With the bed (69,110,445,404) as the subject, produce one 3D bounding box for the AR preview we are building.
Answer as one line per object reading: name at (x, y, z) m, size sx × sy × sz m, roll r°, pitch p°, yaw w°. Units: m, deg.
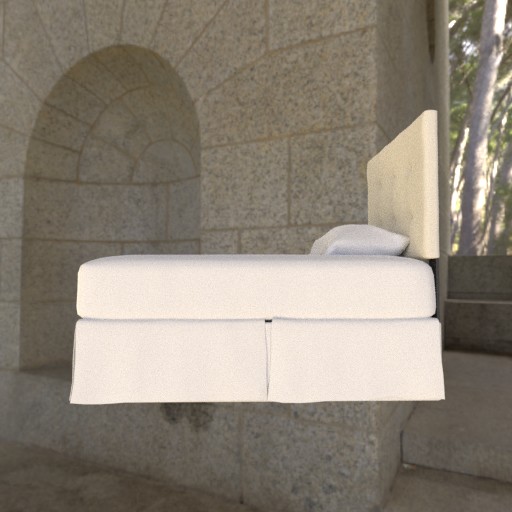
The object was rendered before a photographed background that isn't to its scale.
bed at (0.000, 0.000, 2.929) m, size 1.997 × 1.571 × 1.261 m, roll 0°, pitch -2°, yaw -1°
